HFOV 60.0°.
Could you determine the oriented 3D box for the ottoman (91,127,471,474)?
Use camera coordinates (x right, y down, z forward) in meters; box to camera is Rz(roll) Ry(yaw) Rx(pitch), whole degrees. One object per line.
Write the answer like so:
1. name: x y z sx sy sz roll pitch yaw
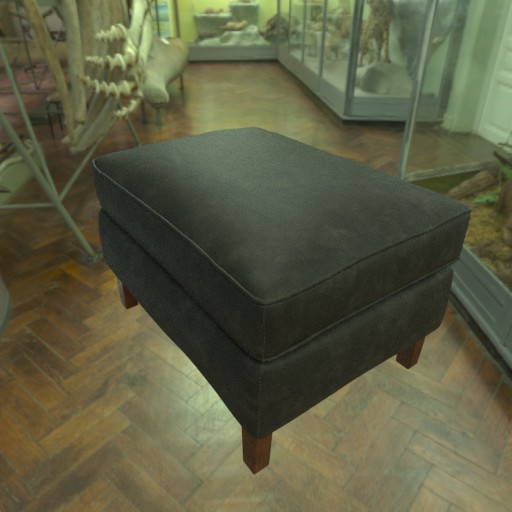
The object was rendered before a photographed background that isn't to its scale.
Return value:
1. ottoman: 0.000 0.000 0.954 0.501 0.413 0.665 -21 37 -30
